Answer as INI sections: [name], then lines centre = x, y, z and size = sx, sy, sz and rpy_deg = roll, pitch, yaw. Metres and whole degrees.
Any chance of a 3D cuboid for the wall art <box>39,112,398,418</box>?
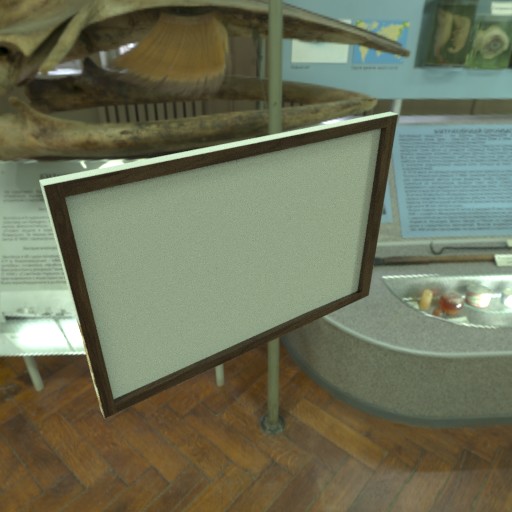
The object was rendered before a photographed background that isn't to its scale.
[wall art]
centre = 0.000, 0.000, 1.925
size = 1.520, 1.016, 0.051
rpy_deg = -19, 36, -28
